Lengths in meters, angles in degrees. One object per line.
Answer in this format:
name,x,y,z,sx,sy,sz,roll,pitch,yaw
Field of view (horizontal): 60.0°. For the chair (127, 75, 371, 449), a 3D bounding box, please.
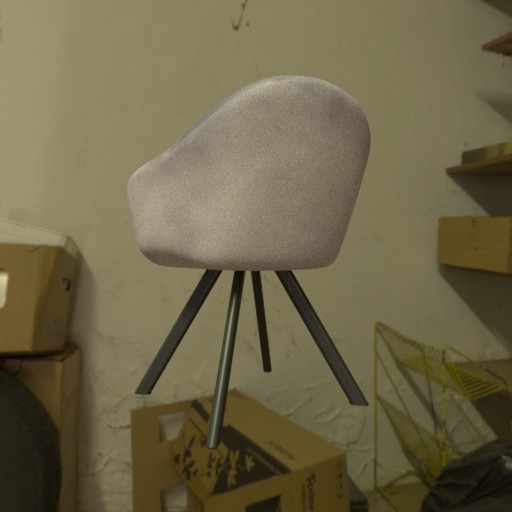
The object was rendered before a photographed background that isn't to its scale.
chair,0.000,0.000,1.176,0.570,0.780,0.540,0,0,-34
